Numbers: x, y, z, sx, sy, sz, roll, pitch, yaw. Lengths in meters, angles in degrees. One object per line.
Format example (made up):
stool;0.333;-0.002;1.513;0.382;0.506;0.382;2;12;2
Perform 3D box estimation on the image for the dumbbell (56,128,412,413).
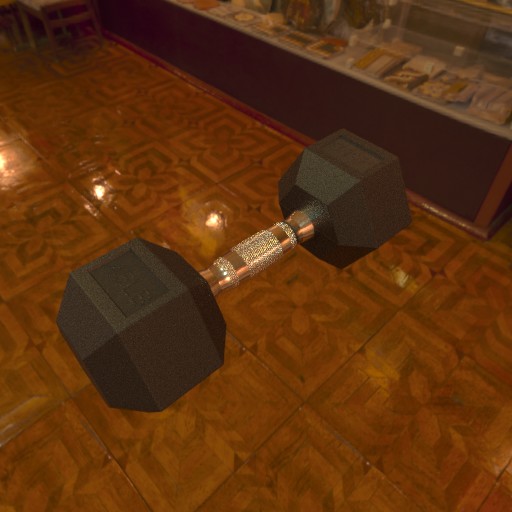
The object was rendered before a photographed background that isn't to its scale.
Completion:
dumbbell;0.000;0.000;0.424;0.356;0.123;0.141;-33;55;-27
